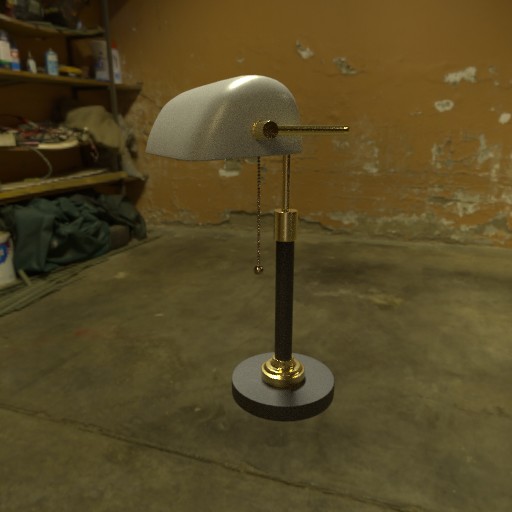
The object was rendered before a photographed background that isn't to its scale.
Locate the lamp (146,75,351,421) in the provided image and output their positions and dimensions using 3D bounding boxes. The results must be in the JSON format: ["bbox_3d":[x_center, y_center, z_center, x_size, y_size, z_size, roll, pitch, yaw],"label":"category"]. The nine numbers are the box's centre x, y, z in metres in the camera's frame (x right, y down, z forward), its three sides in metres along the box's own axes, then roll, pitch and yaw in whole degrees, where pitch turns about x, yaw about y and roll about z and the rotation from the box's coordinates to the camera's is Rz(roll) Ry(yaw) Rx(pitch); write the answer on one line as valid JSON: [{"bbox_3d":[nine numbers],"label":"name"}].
[{"bbox_3d":[0.000,0.000,0.556,0.227,0.404,0.269,-7,17,-24],"label":"lamp"}]
